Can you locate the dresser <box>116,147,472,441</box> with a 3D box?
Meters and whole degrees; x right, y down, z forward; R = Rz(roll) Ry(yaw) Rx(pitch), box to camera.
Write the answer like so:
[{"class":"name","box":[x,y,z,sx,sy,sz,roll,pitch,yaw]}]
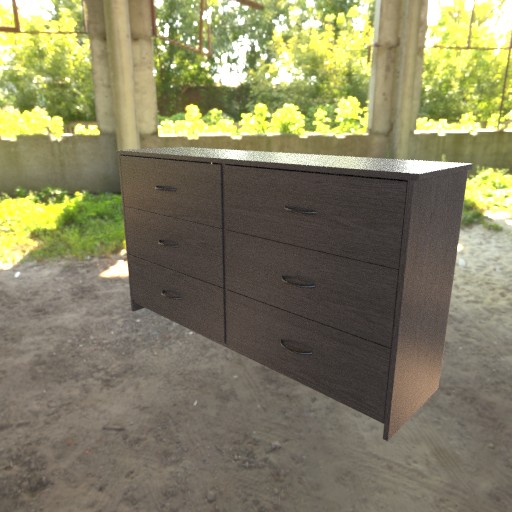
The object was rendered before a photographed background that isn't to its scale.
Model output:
[{"class":"dresser","box":[0.000,0.000,1.707,1.360,0.755,0.401,15,22,41]}]
